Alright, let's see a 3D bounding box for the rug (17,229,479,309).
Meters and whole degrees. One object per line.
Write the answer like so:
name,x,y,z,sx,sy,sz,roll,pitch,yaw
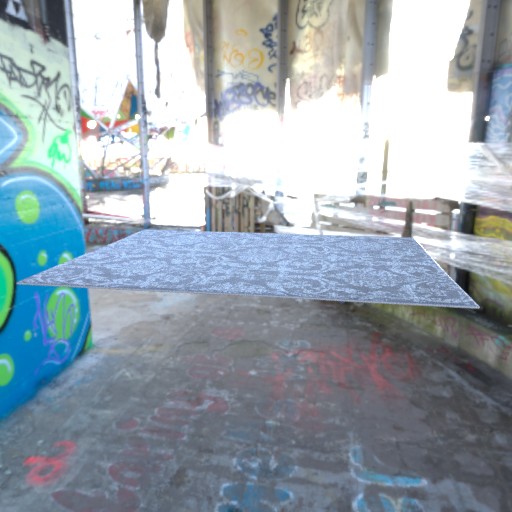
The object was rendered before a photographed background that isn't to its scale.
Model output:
rug,0.000,0.000,2.830,2.206,0.014,1.578,2,13,9
